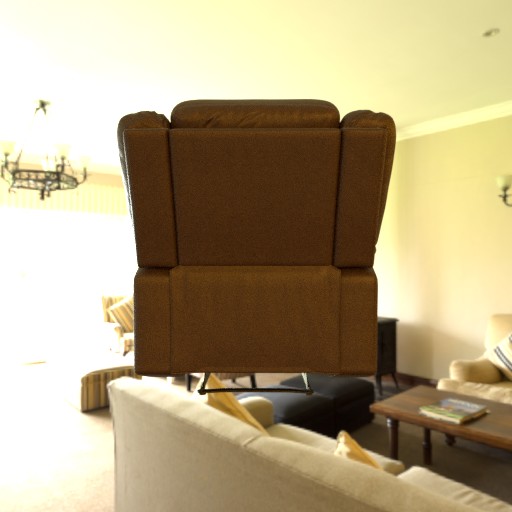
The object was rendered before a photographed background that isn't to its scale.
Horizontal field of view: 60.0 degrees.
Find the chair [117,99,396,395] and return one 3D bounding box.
[{"bbox_3d":[0.000,0.000,1.753,0.899,1.009,0.934,0,-1,0],"label":"chair"}]
